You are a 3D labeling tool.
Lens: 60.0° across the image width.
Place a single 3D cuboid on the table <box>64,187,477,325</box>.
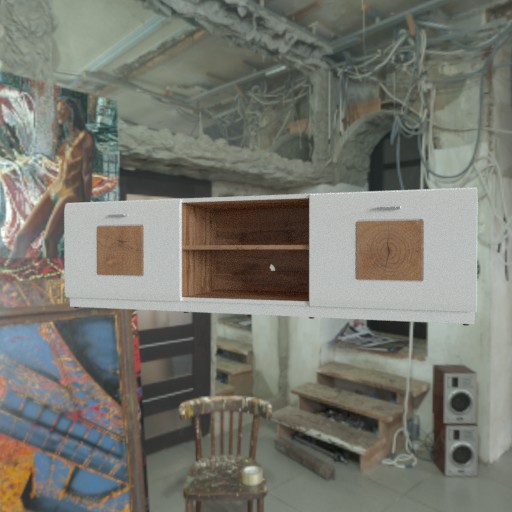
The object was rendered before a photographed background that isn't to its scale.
[{"bbox_3d":[0.000,0.000,1.778,1.550,0.440,0.400,0,1,17],"label":"table"}]
